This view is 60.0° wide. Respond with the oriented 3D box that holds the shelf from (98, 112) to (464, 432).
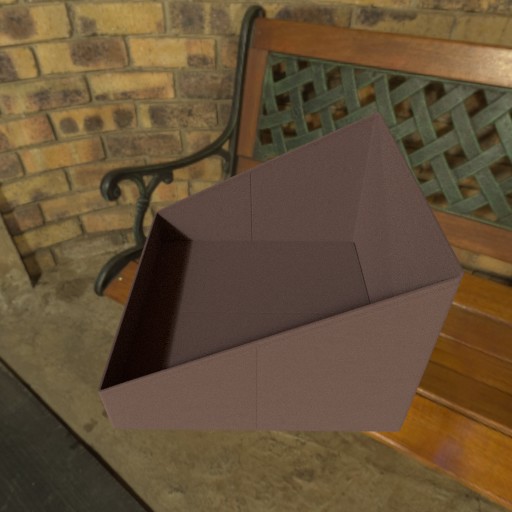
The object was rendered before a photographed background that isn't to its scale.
[{"bbox_3d":[0.000,0.000,0.484,0.292,0.210,0.292,0,40,0],"label":"shelf"}]
